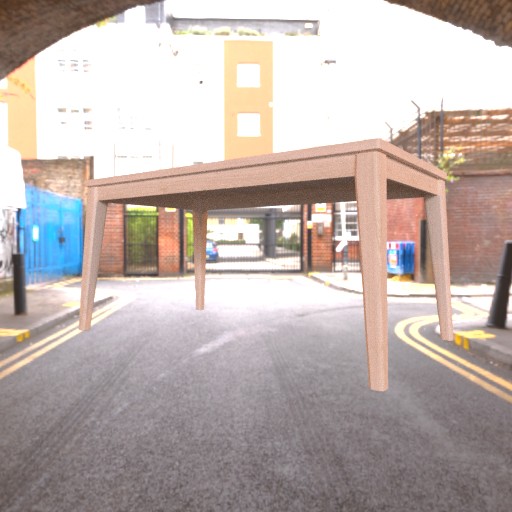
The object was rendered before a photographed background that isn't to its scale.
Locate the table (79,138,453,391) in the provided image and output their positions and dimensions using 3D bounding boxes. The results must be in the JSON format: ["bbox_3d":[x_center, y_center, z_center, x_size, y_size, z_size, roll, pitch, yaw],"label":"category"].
[{"bbox_3d":[0.000,0.000,2.140,1.600,0.760,0.900,1,2,36],"label":"table"}]
